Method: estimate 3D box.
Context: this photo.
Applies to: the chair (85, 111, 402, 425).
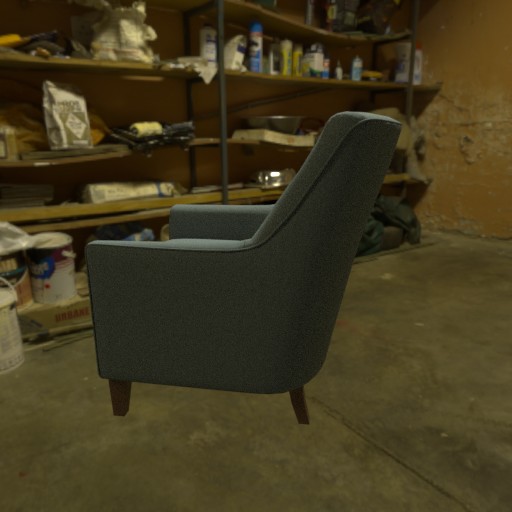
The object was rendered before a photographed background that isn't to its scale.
[{"bbox_3d":[0.000,0.000,1.533,0.879,0.916,0.756,3,16,10],"label":"chair"}]
